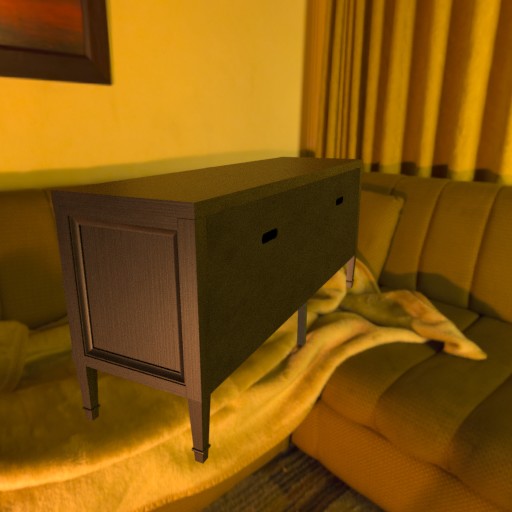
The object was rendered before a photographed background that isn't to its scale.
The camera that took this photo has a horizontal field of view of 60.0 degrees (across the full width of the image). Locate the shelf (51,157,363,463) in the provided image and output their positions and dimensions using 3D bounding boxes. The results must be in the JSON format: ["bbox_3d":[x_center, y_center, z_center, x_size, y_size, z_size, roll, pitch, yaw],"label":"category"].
[{"bbox_3d":[0.000,0.000,1.869,0.479,0.719,1.575,8,18,25],"label":"shelf"}]
